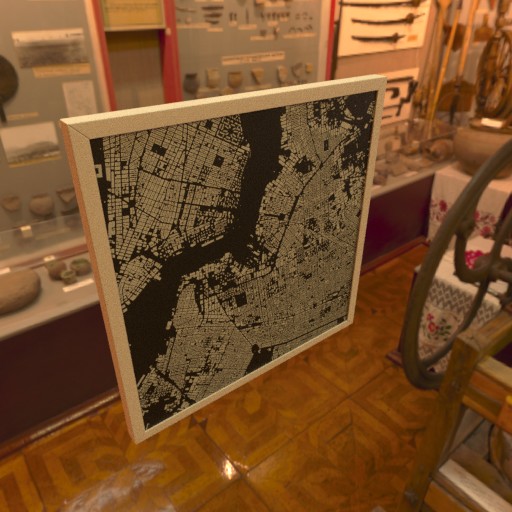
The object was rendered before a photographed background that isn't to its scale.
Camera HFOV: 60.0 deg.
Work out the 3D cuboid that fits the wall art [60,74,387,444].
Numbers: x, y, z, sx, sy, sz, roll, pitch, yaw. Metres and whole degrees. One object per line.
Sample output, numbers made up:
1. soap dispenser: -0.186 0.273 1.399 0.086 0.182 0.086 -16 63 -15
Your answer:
1. wall art: 0.000 0.000 1.085 0.761 0.762 0.050 -21 36 -31
